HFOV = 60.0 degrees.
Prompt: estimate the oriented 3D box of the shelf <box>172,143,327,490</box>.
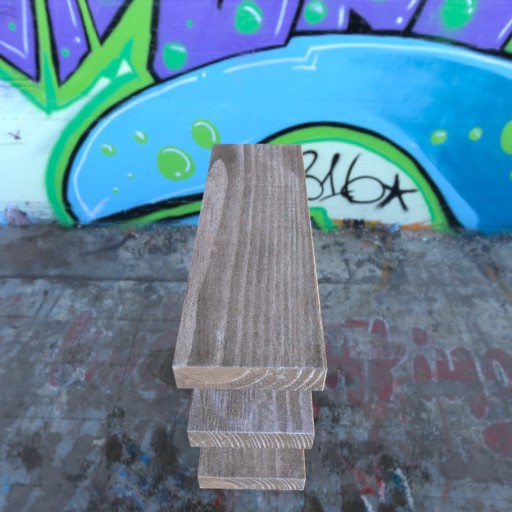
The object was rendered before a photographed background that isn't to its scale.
[{"bbox_3d":[0.000,0.000,0.721,0.140,0.293,0.610,1,43,1],"label":"shelf"}]
